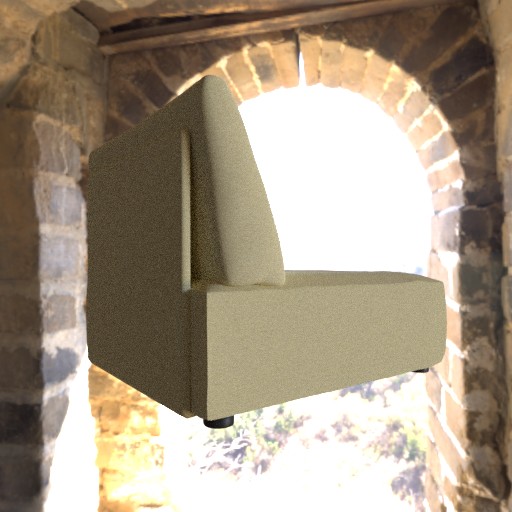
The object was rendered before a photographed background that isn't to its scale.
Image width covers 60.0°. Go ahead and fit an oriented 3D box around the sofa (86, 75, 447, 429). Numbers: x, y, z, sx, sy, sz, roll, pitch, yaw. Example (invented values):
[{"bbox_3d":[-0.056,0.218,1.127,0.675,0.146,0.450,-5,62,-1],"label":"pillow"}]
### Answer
[{"bbox_3d":[0.000,0.000,1.637,1.000,0.820,0.930,1,-1,-37],"label":"sofa"}]
